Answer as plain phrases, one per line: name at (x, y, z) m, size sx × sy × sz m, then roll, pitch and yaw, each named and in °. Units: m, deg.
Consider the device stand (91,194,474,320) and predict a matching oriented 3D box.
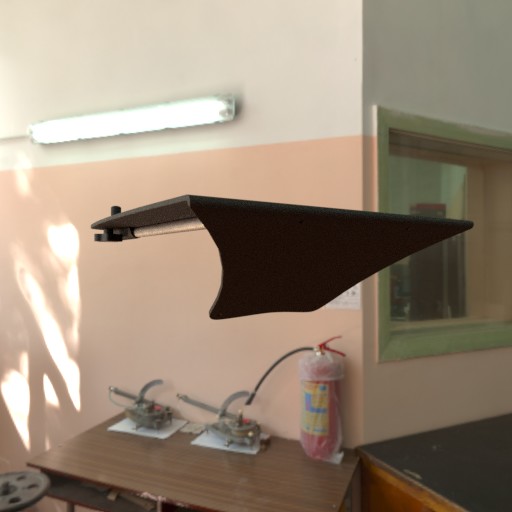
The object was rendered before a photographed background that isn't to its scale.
device stand at (0.000, 0.000, 0.353) m, size 0.230 × 0.092 × 0.230 m, roll 0°, pitch -1°, yaw -34°
